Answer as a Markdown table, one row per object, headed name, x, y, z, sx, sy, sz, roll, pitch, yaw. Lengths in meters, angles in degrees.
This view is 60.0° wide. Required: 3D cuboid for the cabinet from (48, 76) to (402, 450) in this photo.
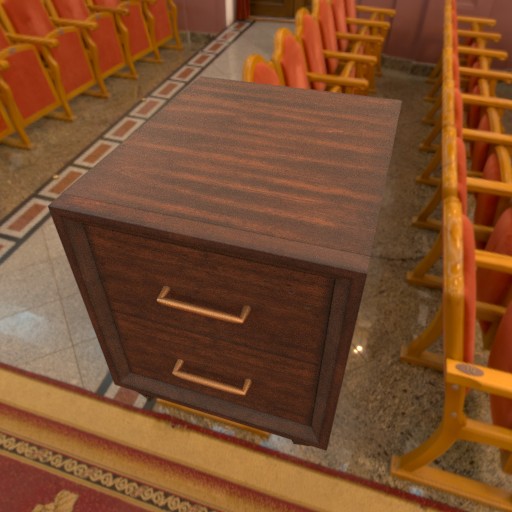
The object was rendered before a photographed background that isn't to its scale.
| name | x | y | z | sx | sy | sz | roll | pitch | yaw |
| --- | --- | --- | --- | --- | --- | --- | --- | --- | --- |
| cabinet | 0.000 | 0.000 | 0.833 | 0.402 | 0.455 | 0.500 | 12 | 43 | 14 |
